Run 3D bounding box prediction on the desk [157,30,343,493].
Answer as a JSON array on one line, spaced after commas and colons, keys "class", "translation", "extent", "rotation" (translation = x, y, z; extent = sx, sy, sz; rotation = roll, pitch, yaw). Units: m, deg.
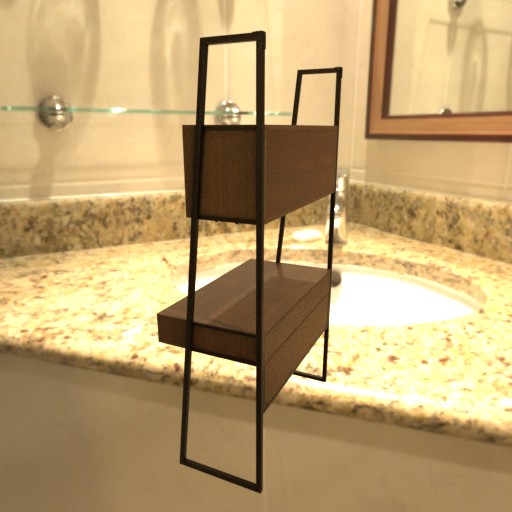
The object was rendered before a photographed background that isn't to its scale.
[{"class": "desk", "translation": [0.000, 0.000, 2.183], "extent": [0.515, 1.809, 0.982], "rotation": [7, 18, 24]}]
